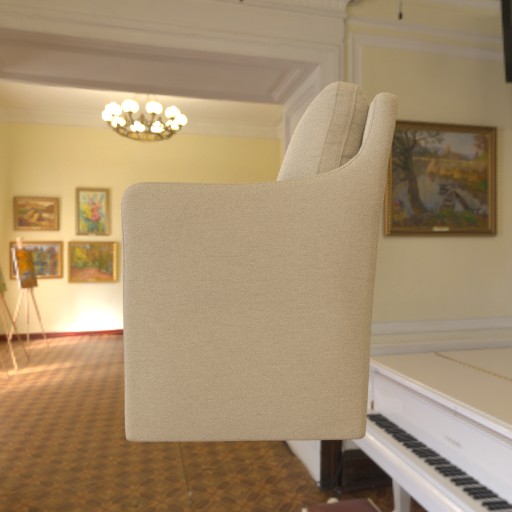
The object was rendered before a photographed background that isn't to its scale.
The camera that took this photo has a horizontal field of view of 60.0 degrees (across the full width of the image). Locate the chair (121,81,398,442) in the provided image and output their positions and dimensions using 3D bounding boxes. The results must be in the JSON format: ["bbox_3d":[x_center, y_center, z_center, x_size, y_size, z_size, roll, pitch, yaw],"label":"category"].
[{"bbox_3d":[0.000,0.000,1.370,0.694,0.914,0.626,0,0,-1],"label":"chair"}]
